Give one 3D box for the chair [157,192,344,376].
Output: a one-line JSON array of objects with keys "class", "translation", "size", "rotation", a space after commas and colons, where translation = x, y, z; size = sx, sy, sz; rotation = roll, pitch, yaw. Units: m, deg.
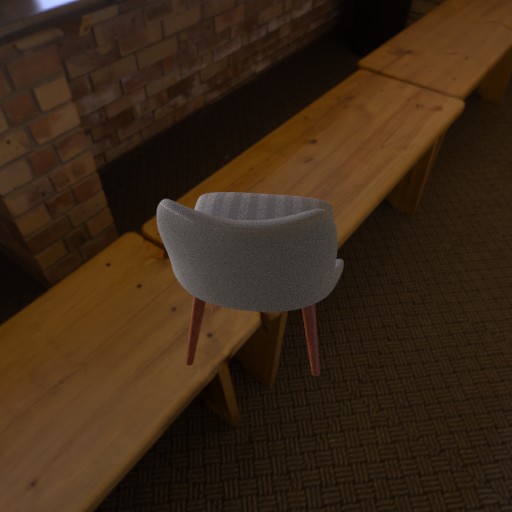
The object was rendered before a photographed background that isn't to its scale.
[{"class": "chair", "translation": [0.000, 0.000, 1.358], "size": [0.535, 0.918, 0.707], "rotation": [5, 48, 4]}]
